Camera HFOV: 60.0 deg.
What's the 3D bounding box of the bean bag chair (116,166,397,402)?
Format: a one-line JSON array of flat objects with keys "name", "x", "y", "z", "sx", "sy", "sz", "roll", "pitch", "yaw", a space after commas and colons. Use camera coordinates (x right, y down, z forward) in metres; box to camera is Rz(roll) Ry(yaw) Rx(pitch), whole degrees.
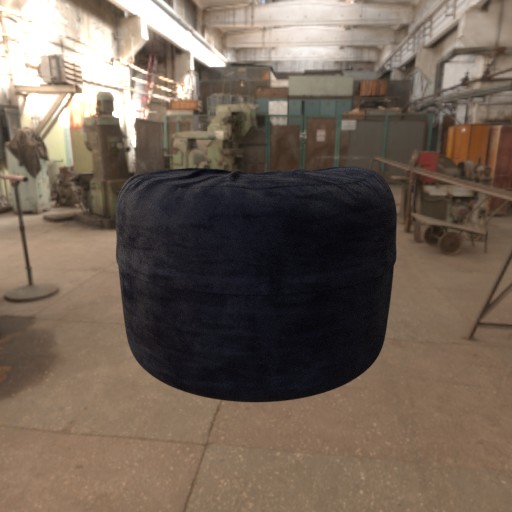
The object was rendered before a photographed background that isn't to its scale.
[{"name": "bean bag chair", "x": 0.000, "y": 0.000, "z": 1.524, "sx": 0.918, "sy": 0.616, "sz": 0.918, "roll": 0, "pitch": 15, "yaw": 0}]
